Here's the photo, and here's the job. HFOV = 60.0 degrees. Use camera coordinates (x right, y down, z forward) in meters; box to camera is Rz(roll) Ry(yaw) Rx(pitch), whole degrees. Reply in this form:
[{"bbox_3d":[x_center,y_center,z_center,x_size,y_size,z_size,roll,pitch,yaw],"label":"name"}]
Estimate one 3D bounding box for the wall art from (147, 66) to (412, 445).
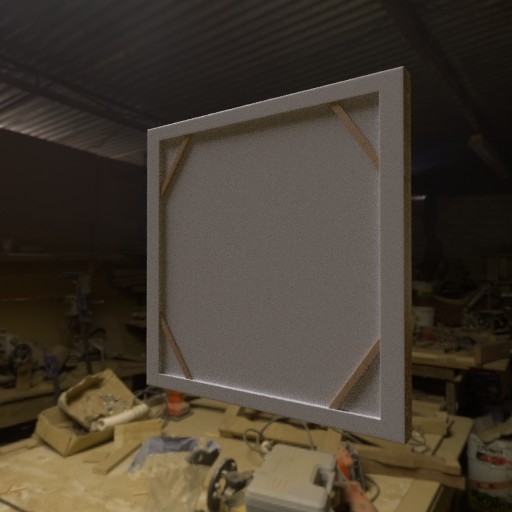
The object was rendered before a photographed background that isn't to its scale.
[{"bbox_3d":[0.000,0.000,0.903,0.610,0.610,0.038,0,-1,35],"label":"wall art"}]
